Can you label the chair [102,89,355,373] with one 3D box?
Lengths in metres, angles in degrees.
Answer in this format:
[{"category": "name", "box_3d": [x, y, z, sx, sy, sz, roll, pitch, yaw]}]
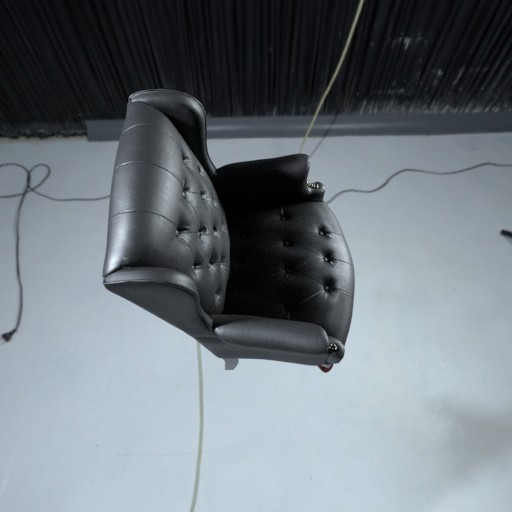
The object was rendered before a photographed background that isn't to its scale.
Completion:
[{"category": "chair", "box_3d": [0.000, 0.000, 1.718, 0.822, 1.133, 0.831, -1, 63, -1]}]
